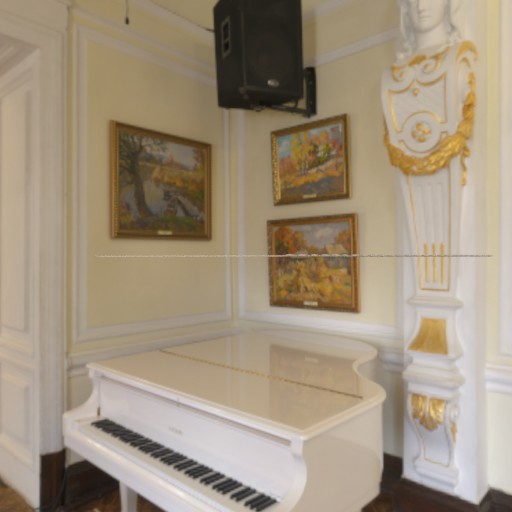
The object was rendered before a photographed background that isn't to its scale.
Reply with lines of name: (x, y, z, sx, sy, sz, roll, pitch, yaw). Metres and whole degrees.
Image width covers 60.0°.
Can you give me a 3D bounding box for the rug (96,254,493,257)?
rug: (0.000, 0.000, 2.524, 1.222, 0.009, 2.084, 0, 0, -35)
